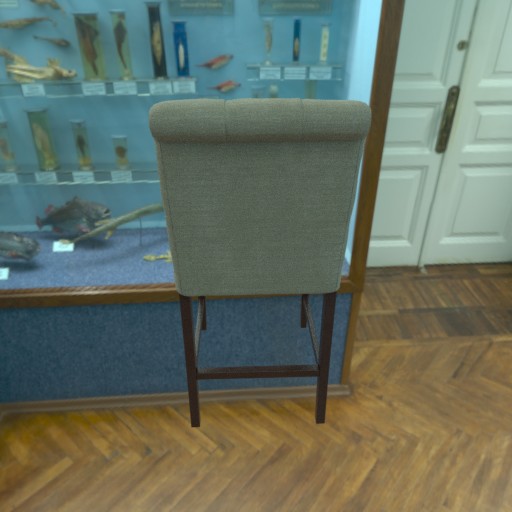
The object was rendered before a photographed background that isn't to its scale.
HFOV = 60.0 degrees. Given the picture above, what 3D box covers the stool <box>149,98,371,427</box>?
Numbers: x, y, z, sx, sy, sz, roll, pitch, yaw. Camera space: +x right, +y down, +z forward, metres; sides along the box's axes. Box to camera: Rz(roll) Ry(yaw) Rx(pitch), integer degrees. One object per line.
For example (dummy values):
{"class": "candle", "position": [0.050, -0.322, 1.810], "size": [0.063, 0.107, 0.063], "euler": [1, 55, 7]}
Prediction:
{"class": "stool", "position": [0.000, 0.000, 1.434], "size": [0.486, 1.084, 0.660], "euler": [-1, 31, -2]}
